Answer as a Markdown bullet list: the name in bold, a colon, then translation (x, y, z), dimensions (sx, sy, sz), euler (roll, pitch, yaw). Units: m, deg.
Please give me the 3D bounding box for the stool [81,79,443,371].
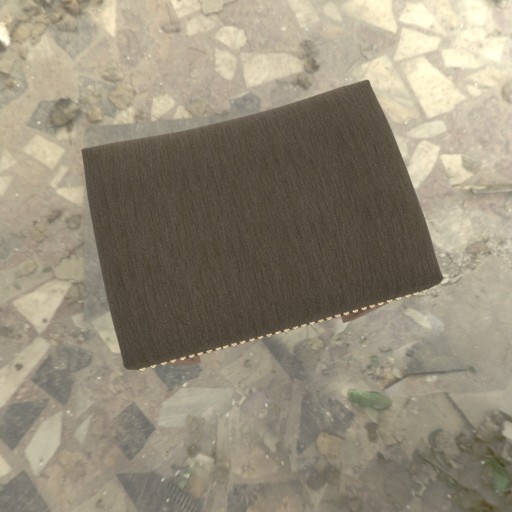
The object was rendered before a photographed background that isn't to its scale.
- **stool**: translation (0.000, 0.000, 0.979), dimensions (0.504, 0.654, 0.372), euler (-15, 77, -3)
